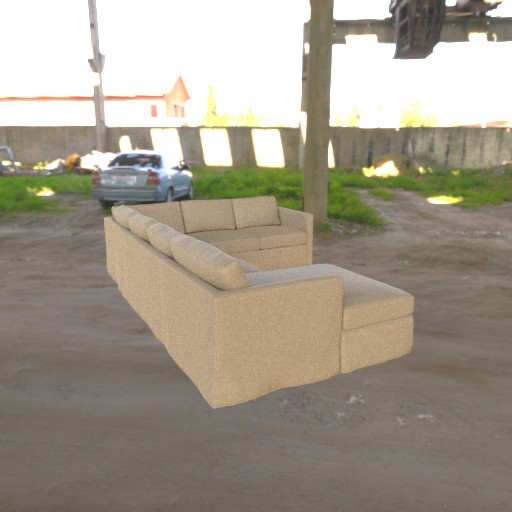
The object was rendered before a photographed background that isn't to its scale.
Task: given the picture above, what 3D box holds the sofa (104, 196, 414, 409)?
[{"bbox_3d":[0.000,0.000,4.563,2.476,0.878,3.528,-7,15,-27],"label":"sofa"}]
